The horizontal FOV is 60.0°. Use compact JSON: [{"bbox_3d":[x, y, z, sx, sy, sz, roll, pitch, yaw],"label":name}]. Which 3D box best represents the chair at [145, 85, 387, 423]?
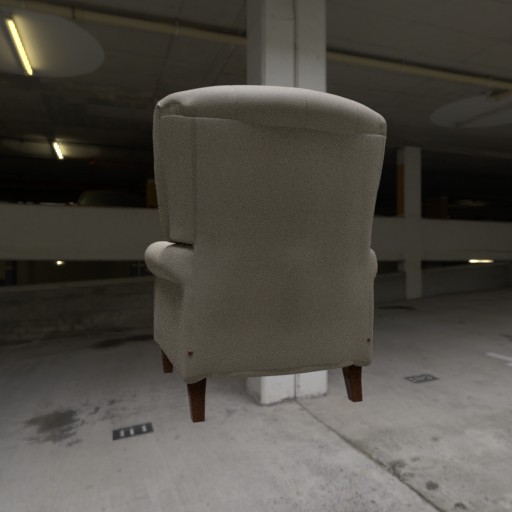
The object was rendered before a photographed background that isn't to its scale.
[{"bbox_3d":[0.000,0.000,1.935,0.943,1.158,1.059,0,0,-19],"label":"chair"}]
